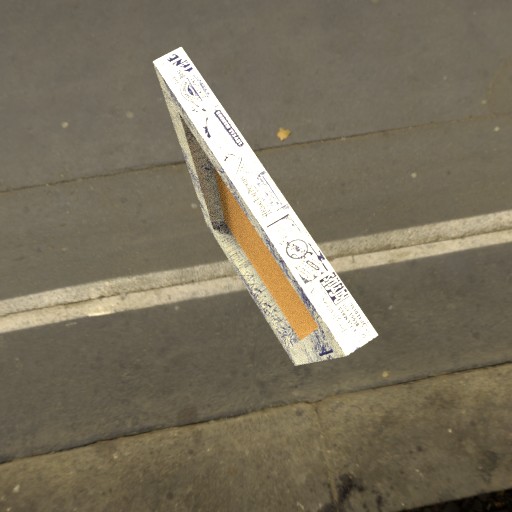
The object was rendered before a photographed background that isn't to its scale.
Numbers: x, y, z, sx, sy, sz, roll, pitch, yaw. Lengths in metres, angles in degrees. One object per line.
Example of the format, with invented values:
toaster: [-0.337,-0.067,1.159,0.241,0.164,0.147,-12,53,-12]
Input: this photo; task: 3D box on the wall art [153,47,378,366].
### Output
wall art: [0.000,0.000,0.489,0.025,0.376,0.255,-31,77,-8]
